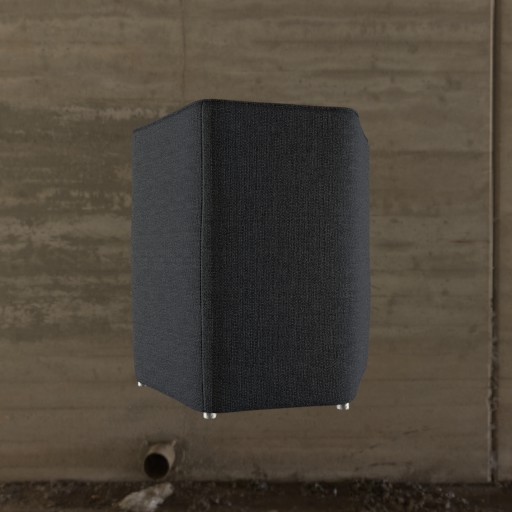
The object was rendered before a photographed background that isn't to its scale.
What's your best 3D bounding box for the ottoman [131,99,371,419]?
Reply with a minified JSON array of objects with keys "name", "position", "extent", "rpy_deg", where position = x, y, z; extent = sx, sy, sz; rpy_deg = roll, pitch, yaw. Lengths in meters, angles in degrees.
[{"name":"ottoman","position":[0.000,0.000,0.907],"extent":[0.454,0.505,0.492],"rpy_deg":[-1,1,-37]}]
